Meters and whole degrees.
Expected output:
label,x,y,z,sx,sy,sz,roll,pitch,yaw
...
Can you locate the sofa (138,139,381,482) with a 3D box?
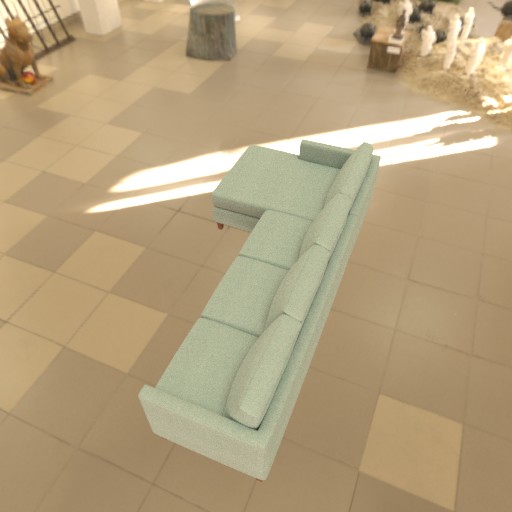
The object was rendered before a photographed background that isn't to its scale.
label,x,y,z,sx,sy,sz,roll,pitch,yaw
sofa,0.000,0.000,4.191,1.600,0.953,3.470,17,48,16
